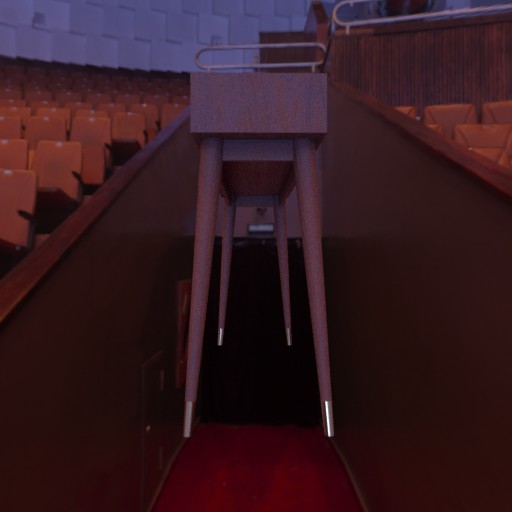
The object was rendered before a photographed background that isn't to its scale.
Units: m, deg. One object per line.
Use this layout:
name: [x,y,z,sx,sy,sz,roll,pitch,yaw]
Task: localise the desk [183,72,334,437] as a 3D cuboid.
desk: [0.000,0.000,1.716,0.384,0.917,1.204,0,0,-1]
